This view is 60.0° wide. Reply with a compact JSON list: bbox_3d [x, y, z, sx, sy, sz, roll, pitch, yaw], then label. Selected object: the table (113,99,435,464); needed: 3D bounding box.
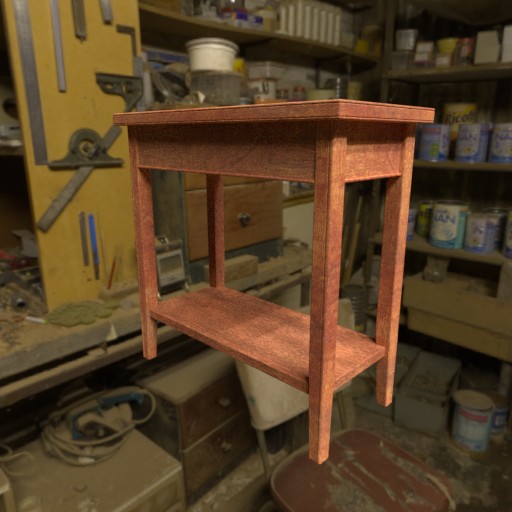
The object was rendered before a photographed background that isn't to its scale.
[{"bbox_3d":[0.000,0.000,0.982,0.610,0.610,0.305,14,21,42],"label":"table"}]
